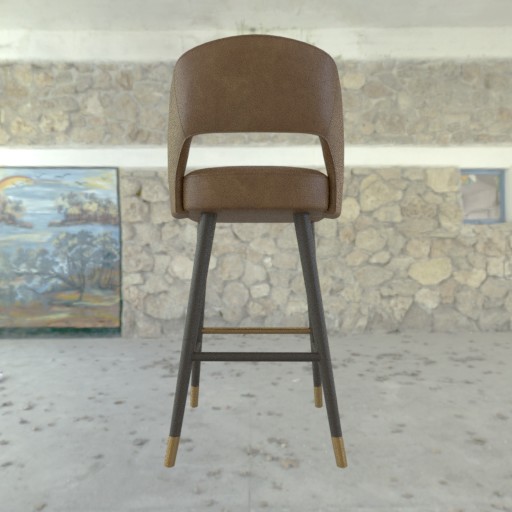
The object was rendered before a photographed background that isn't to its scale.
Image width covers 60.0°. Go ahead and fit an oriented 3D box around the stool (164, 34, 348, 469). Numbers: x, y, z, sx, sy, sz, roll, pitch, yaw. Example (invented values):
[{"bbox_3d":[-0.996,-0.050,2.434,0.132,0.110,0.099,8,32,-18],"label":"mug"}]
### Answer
[{"bbox_3d":[0.000,0.000,1.280,0.494,1.037,0.509,0,0,0],"label":"stool"}]
